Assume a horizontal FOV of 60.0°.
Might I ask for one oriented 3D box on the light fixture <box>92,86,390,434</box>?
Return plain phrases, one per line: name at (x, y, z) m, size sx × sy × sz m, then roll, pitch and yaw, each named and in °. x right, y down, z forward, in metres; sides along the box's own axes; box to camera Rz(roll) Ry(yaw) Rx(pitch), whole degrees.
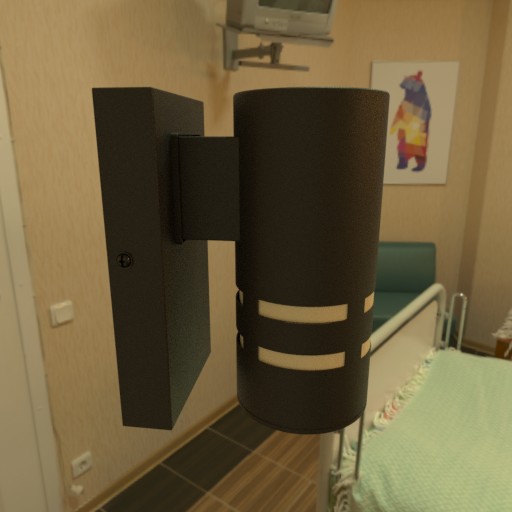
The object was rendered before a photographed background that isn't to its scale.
light fixture at (0.000, 0.000, 0.260) m, size 0.138 × 0.179 × 0.098 m, roll 2°, pitch 15°, yaw 8°
